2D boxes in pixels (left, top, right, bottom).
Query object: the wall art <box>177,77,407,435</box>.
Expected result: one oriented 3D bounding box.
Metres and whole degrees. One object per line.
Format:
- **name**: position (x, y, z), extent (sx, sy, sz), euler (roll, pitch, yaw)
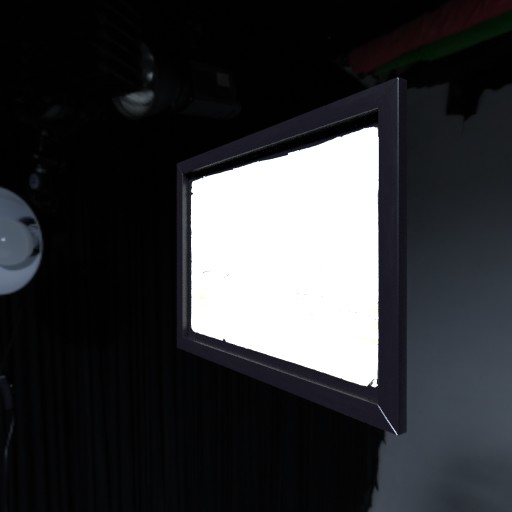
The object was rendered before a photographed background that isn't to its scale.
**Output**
- **wall art**: position (0.000, 0.000, 0.562), extent (0.013, 0.306, 0.440), euler (0, 0, -35)
